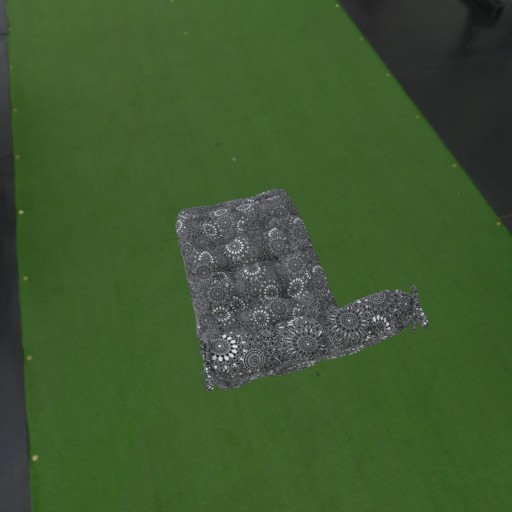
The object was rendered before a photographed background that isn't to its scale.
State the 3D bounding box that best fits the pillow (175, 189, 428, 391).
[{"bbox_3d":[0.000,0.000,1.517,0.526,0.863,1.016,-13,60,-8],"label":"pillow"}]
